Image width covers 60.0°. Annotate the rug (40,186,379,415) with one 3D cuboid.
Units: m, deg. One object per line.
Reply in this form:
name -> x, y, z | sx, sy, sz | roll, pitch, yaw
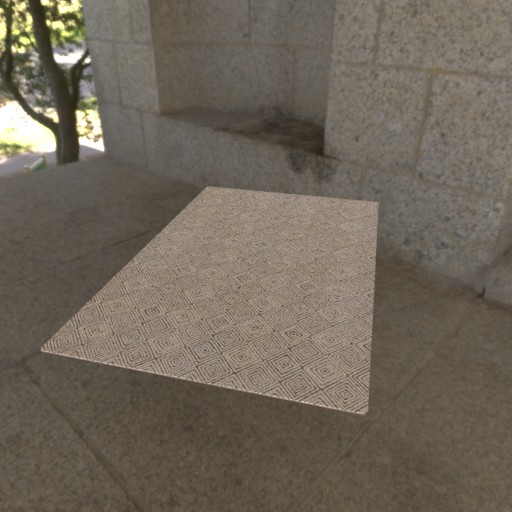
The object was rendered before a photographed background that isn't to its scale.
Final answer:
rug -> 0.000, 0.000, 2.247 | 1.175, 0.008, 1.783 | 7, 30, 13
